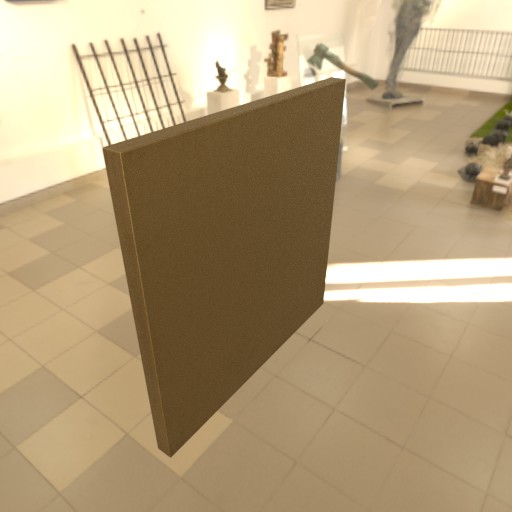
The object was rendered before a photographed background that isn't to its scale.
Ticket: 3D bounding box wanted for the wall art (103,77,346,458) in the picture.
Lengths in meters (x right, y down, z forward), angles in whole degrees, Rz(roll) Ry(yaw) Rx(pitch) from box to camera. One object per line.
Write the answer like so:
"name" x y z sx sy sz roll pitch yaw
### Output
"wall art" 0.000 0.000 0.761 0.030 0.506 0.503 21 37 30
